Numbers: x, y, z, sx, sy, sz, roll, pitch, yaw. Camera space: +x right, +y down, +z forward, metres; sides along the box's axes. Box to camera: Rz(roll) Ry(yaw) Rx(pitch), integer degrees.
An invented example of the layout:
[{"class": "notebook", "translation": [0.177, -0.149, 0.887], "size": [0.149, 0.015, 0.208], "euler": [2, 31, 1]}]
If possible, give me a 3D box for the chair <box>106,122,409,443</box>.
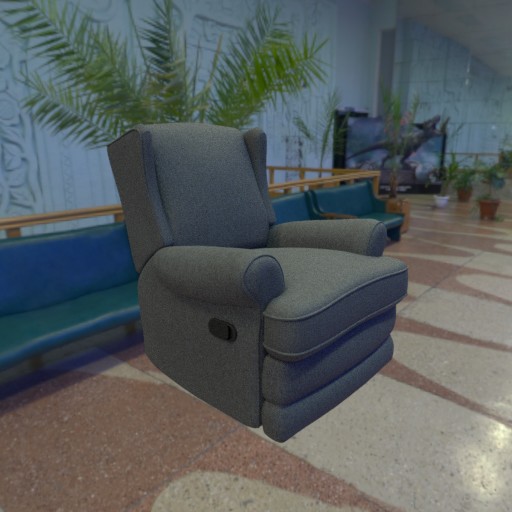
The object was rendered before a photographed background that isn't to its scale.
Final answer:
[{"class": "chair", "translation": [0.000, 0.000, 1.725], "size": [0.969, 1.011, 0.847], "euler": [13, 20, 41]}]
